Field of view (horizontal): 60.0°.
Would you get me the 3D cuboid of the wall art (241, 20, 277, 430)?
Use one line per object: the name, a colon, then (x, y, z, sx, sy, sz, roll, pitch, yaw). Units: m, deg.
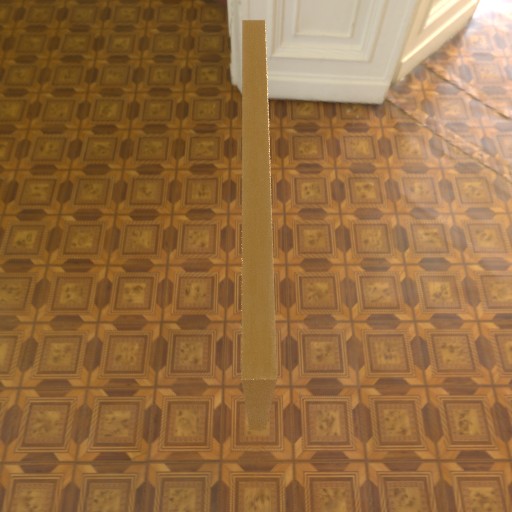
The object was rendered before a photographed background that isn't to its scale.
wall art: (0.000, 0.000, 0.756, 0.033, 0.509, 0.510, -1, 64, 0)
